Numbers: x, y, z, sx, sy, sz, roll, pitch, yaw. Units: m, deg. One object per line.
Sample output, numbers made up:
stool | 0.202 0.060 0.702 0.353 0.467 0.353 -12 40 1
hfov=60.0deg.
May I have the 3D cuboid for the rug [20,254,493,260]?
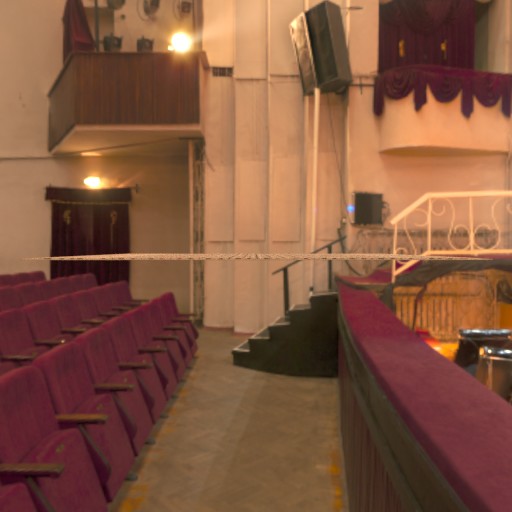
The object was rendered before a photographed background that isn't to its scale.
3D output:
rug | 0.000 0.000 2.031 1.556 0.006 1.146 0 1 0
